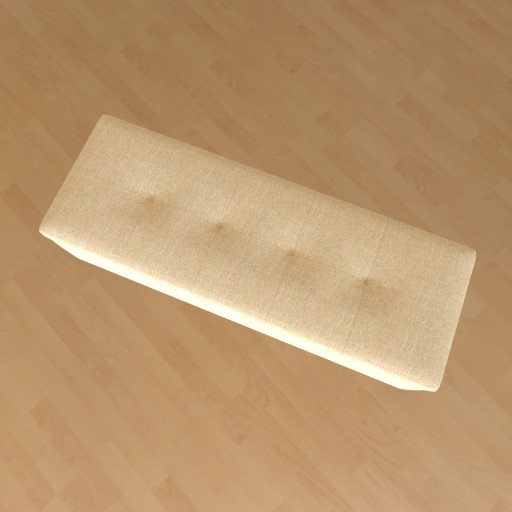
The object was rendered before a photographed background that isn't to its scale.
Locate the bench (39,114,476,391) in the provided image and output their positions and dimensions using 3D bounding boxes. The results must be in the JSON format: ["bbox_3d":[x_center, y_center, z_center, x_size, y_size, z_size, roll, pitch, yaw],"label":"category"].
[{"bbox_3d":[0.000,0.000,1.452,1.219,0.406,0.432,21,76,6],"label":"bench"}]
